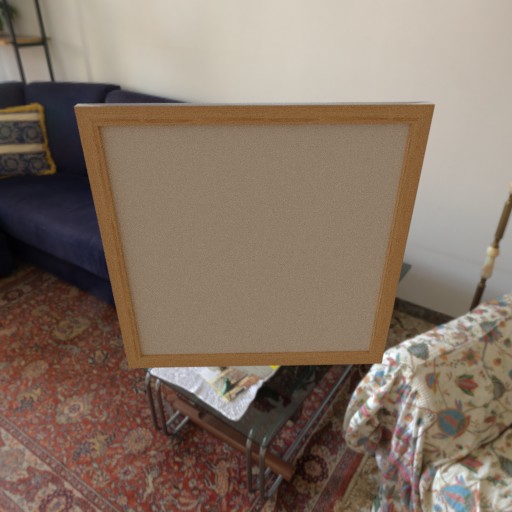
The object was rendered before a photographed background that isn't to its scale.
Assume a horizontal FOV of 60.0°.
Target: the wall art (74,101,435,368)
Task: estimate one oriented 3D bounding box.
[{"bbox_3d":[0.000,0.000,1.146,0.762,0.762,0.027,-1,32,-1],"label":"wall art"}]
